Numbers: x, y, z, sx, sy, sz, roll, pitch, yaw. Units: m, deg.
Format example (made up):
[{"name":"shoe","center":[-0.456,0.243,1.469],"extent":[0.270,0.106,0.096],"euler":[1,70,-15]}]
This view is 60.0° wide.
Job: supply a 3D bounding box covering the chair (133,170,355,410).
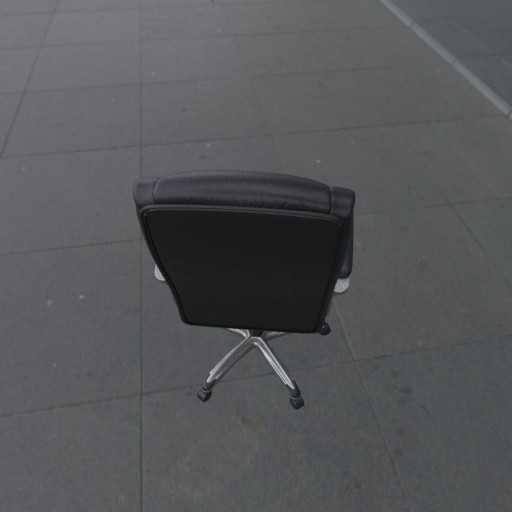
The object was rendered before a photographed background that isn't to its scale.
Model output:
[{"name":"chair","center":[0.000,0.000,1.542],"extent":[0.663,1.155,0.739],"euler":[4,47,3]}]
